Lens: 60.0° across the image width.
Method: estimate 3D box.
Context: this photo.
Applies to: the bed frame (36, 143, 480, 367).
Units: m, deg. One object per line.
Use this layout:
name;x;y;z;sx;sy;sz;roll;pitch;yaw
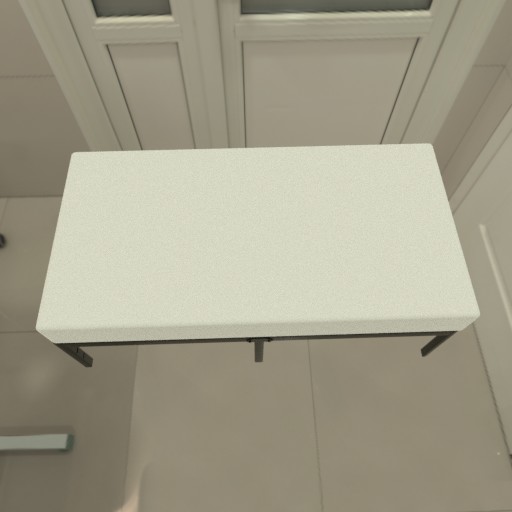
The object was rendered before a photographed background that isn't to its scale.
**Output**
bed frame;0.000;0.000;2.443;1.950;0.659;1.023;-2;62;-1
